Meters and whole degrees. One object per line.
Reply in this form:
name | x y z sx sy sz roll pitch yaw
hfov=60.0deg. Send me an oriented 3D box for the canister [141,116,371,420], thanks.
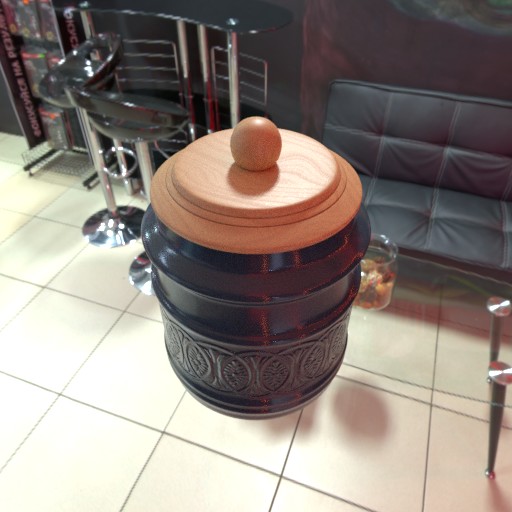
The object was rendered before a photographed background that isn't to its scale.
canister | 0.000 0.000 0.274 0.130 0.176 0.130 0 42 0
